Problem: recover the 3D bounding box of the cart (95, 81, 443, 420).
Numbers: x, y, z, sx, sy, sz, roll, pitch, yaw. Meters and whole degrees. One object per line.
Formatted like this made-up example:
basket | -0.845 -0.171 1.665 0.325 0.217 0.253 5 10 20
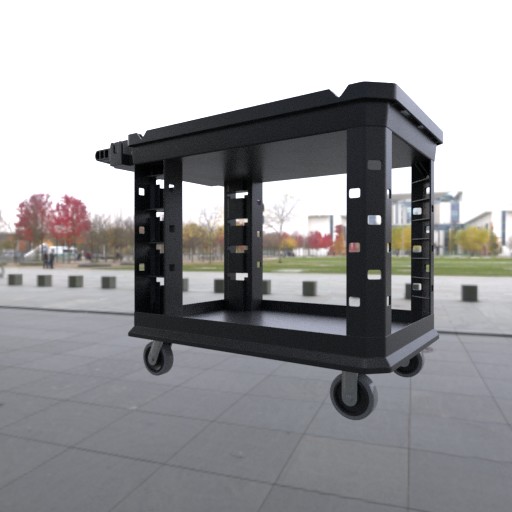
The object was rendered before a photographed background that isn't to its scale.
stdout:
cart | 0.000 0.000 1.701 1.239 0.884 0.674 0 1 34
